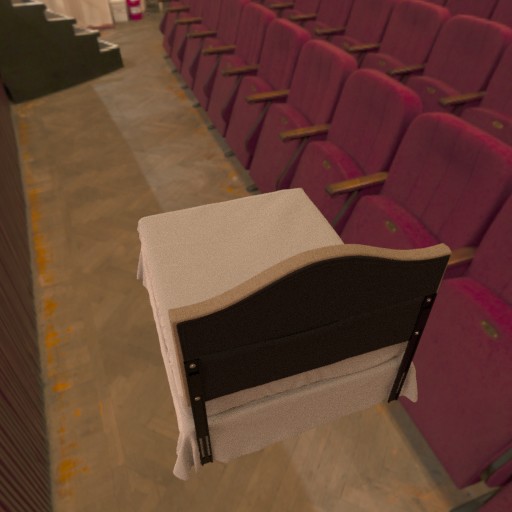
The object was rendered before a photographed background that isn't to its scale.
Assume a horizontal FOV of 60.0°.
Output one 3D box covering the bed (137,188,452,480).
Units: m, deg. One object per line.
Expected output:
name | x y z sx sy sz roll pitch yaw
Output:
bed | 0.000 0.000 3.408 1.876 1.645 2.221 -13 42 -14
